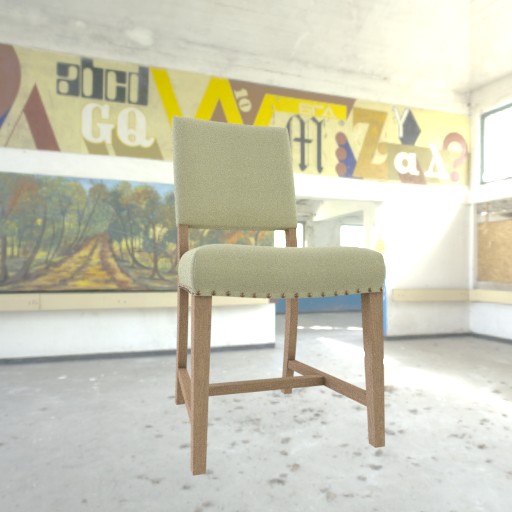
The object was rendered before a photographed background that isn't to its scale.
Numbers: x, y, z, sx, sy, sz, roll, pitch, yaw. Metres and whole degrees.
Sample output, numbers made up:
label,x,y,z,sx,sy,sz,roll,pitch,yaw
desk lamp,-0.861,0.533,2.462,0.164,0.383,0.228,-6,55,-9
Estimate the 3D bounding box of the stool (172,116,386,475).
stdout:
label,x,y,z,sx,sy,sz,roll,pitch,yaw
stool,0.000,0.000,1.352,0.508,0.986,0.623,0,-1,-19
